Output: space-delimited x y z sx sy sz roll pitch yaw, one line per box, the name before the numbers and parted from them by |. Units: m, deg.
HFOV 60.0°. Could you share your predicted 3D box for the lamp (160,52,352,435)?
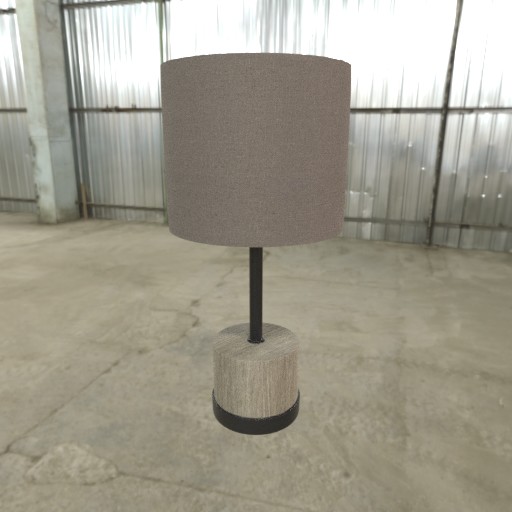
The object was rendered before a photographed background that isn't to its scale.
lamp | 0.000 0.000 0.599 0.229 0.470 0.229 -15 22 -42
